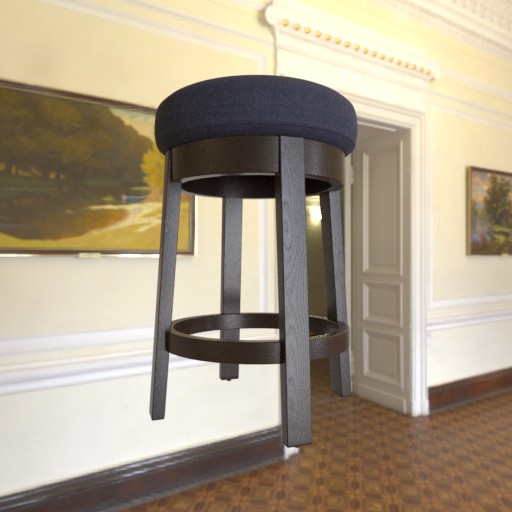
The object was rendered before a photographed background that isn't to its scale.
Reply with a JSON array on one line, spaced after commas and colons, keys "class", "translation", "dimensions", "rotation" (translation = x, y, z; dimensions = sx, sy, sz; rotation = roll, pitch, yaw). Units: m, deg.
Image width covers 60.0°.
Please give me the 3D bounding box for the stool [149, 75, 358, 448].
[{"class": "stool", "translation": [0.000, 0.000, 0.962], "dimensions": [0.449, 0.655, 0.449], "rotation": [0, 0, 0]}]
